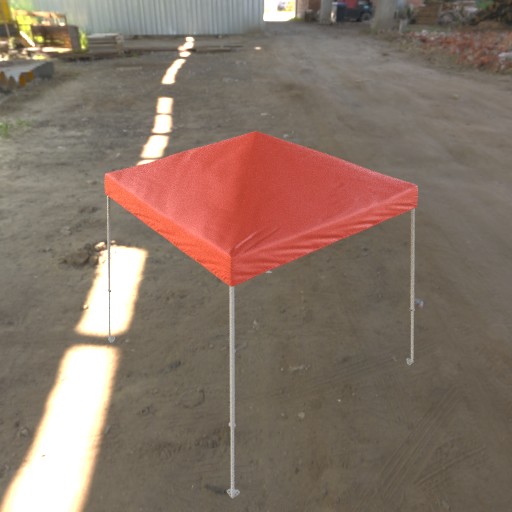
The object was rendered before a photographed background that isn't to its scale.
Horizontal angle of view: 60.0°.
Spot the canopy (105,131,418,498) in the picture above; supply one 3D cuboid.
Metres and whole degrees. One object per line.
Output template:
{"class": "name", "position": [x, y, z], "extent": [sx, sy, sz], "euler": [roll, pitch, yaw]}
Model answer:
{"class": "canopy", "position": [0.000, 0.000, 5.107], "extent": [2.850, 2.850, 2.849], "euler": [-22, 36, -33]}
